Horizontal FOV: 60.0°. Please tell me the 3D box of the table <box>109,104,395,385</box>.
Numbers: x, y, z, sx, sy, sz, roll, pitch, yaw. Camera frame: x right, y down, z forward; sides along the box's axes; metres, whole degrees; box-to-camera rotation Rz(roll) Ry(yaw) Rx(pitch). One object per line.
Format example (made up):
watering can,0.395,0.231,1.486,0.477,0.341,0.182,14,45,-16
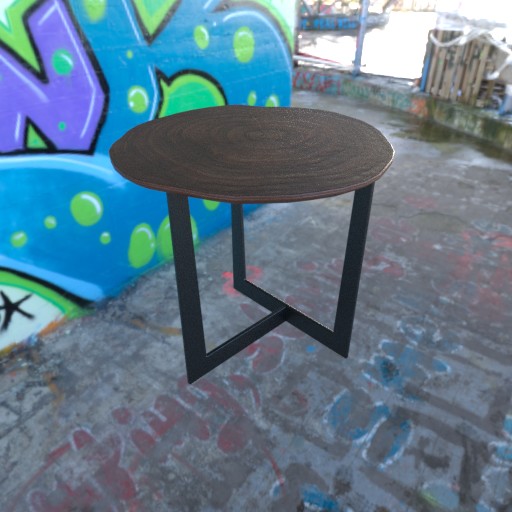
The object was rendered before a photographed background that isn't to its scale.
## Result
table,0.000,0.000,0.890,0.477,0.476,0.494,20,37,29
